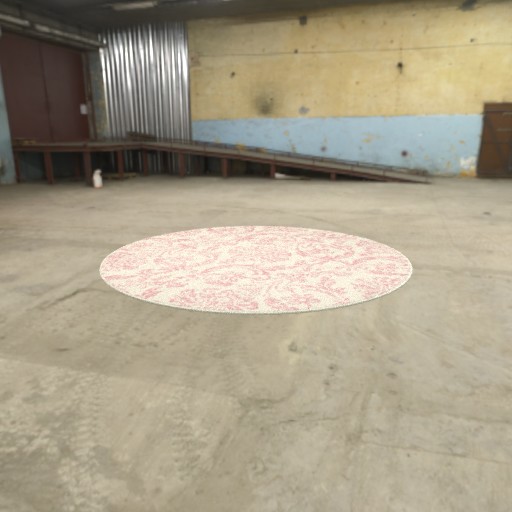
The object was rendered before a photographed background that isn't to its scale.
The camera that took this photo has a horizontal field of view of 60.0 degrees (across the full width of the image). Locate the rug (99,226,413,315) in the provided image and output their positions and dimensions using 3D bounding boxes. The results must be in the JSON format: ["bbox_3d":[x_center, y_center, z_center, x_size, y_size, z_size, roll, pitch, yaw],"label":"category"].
[{"bbox_3d":[0.000,0.000,2.380,1.593,0.012,1.593,0,15,0],"label":"rug"}]
